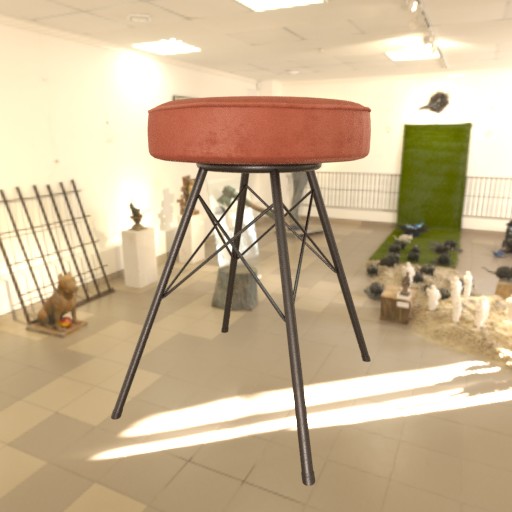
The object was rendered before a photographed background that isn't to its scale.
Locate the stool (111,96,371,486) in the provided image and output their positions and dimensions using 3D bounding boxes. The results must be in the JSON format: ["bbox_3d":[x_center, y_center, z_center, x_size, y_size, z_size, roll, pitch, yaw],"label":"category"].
[{"bbox_3d":[0.000,0.000,0.901,0.421,0.593,0.457,7,17,24],"label":"stool"}]
